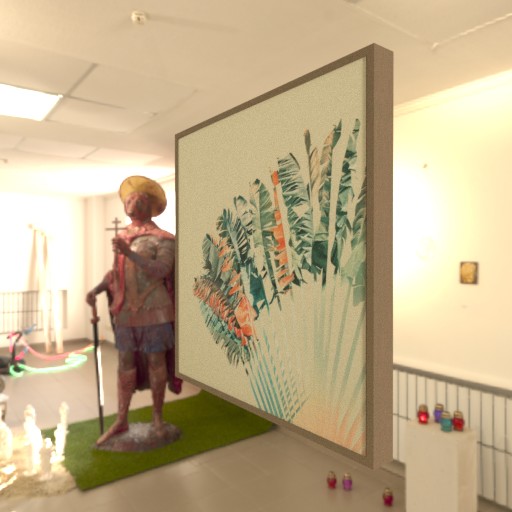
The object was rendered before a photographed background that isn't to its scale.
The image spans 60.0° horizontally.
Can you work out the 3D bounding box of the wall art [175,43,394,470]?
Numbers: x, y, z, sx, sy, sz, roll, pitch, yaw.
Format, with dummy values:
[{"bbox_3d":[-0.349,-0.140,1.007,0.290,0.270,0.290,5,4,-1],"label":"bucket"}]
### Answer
[{"bbox_3d":[0.000,0.000,0.739,0.038,0.506,0.508,0,0,-37],"label":"wall art"}]
